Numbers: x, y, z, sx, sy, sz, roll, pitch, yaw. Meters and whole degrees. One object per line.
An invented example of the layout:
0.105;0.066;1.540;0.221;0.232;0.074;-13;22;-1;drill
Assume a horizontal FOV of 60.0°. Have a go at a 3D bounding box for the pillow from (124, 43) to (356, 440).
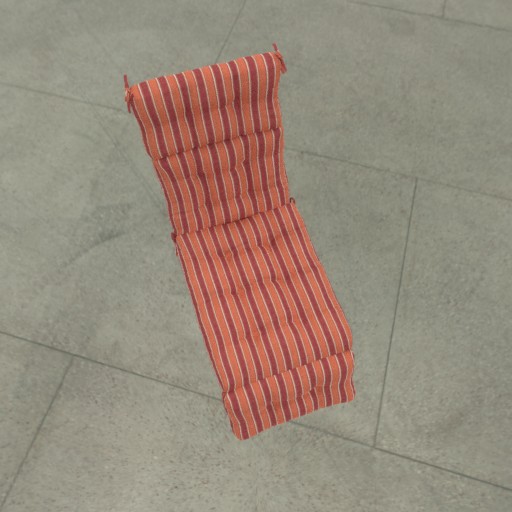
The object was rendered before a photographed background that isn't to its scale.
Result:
0.000;0.000;1.508;0.526;0.863;1.016;-17;64;-8;pillow
